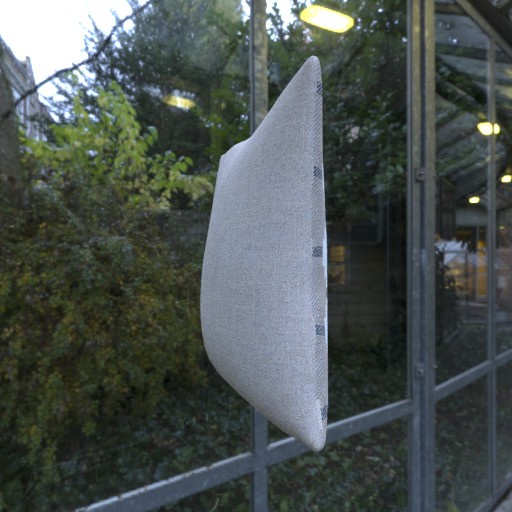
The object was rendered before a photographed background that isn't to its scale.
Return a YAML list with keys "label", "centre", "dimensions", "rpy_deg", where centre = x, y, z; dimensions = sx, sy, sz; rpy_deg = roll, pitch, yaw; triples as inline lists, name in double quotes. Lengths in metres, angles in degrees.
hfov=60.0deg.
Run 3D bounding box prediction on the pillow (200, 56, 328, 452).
- label: "pillow"
  centre: [0.000, 0.000, 0.877]
  dimensions: [0.192, 0.558, 0.578]
  rpy_deg: [0, -1, -18]
